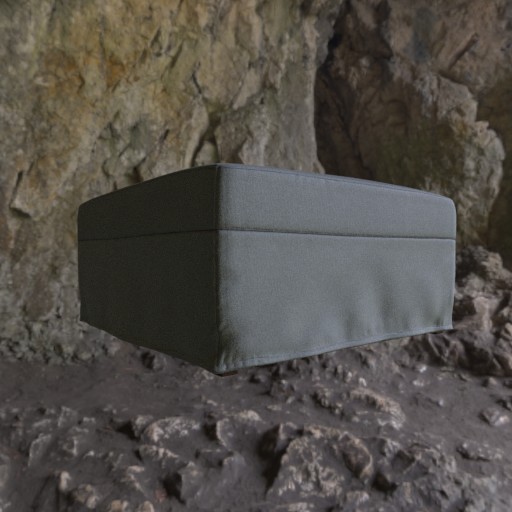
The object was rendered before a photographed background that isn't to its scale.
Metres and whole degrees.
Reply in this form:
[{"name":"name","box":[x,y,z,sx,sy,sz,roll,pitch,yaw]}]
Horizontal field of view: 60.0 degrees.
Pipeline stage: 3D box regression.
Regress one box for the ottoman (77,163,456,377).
[{"name":"ottoman","box":[0.000,0.000,1.340,0.842,0.441,0.843,0,0,-38]}]
